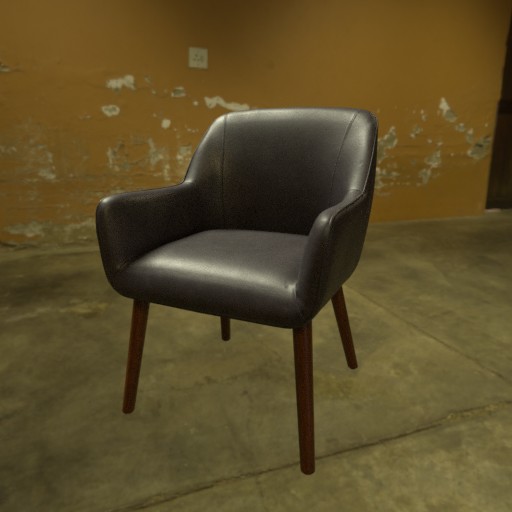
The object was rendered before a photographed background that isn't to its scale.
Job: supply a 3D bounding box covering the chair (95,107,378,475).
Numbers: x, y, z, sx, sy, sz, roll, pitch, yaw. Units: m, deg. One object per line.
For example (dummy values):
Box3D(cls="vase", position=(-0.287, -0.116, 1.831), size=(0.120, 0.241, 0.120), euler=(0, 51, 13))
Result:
Box3D(cls="chair", position=(0.000, 0.000, 1.252), size=(0.610, 0.828, 0.610), euler=(7, 17, 25))
